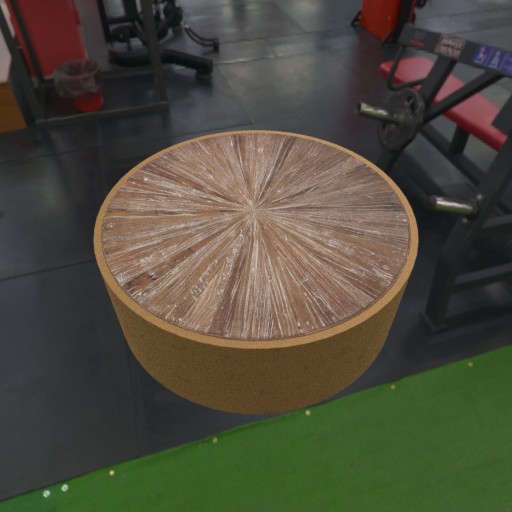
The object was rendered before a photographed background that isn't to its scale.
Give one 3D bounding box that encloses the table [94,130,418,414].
[{"bbox_3d":[0.000,0.000,1.552,1.001,0.409,1.001,0,46,0],"label":"table"}]
